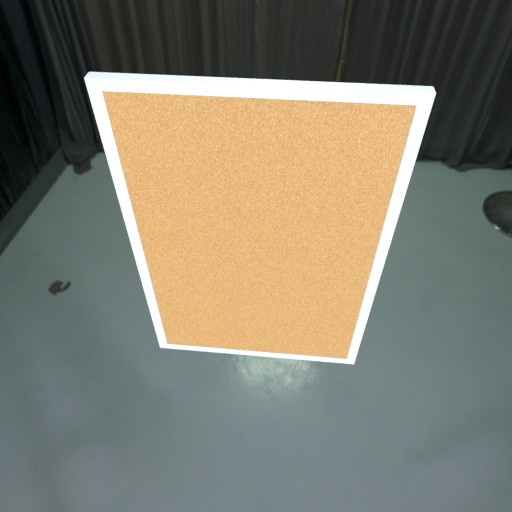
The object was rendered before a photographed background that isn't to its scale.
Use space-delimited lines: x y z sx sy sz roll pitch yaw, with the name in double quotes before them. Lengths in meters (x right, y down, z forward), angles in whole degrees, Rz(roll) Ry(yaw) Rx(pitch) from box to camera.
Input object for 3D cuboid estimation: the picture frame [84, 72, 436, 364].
"picture frame" 0.000 0.000 0.542 0.305 0.434 0.013 4 46 4
